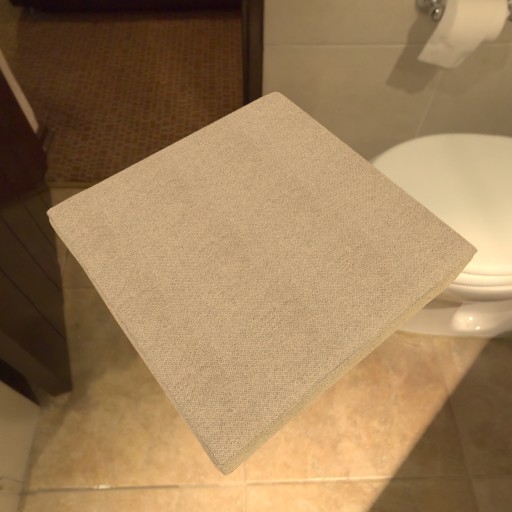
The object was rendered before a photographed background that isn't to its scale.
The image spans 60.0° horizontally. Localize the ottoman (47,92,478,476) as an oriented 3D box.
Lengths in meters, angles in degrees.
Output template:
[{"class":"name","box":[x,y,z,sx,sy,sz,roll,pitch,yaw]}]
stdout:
[{"class":"ottoman","box":[0.000,0.000,1.508,0.982,0.381,0.973,-34,63,-20]}]
